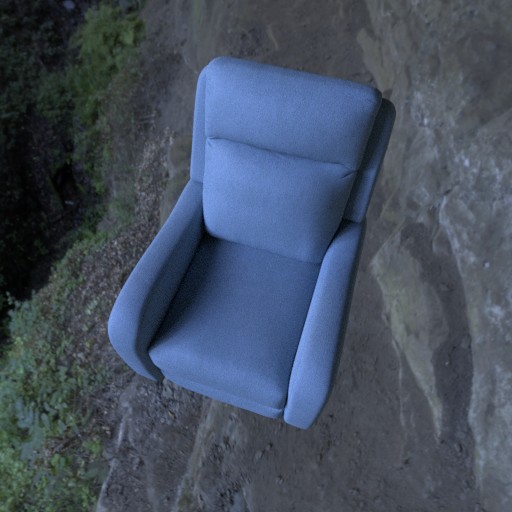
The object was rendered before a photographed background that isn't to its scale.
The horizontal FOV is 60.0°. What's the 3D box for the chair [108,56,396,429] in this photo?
[{"bbox_3d":[0.000,0.000,1.701,0.785,1.067,0.988,15,60,9],"label":"chair"}]
